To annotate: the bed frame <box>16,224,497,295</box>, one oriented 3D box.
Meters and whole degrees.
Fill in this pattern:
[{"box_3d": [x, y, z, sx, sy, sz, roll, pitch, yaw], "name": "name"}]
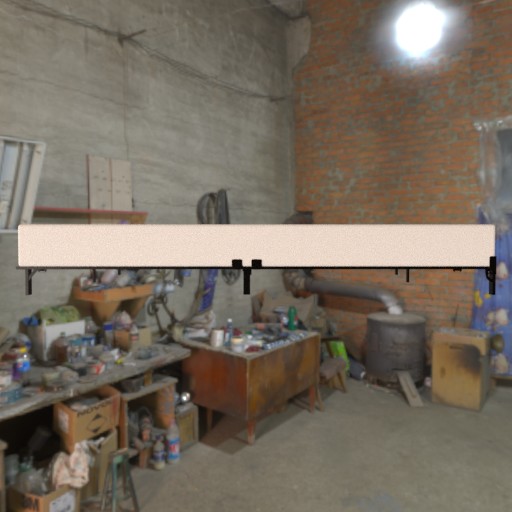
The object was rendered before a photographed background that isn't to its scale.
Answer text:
[{"box_3d": [0.000, 0.000, 3.712, 2.987, 0.440, 1.930, 0, 1, 0], "name": "bed frame"}]
